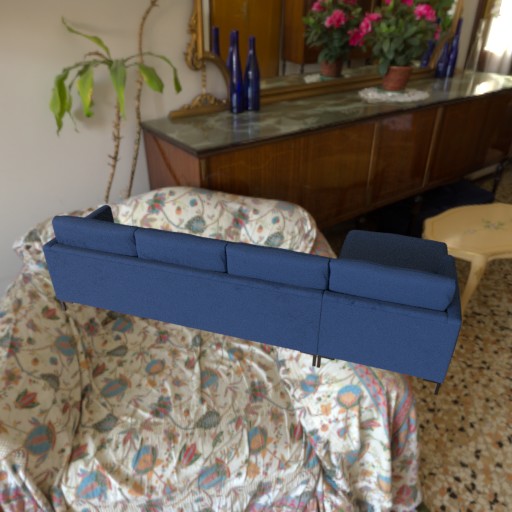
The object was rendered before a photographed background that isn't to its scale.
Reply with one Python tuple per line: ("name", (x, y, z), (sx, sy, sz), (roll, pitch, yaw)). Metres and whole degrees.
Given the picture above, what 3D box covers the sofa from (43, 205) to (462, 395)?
("sofa", (0.000, 0.000, 2.937), (2.450, 0.679, 1.128), (9, 32, 15))
